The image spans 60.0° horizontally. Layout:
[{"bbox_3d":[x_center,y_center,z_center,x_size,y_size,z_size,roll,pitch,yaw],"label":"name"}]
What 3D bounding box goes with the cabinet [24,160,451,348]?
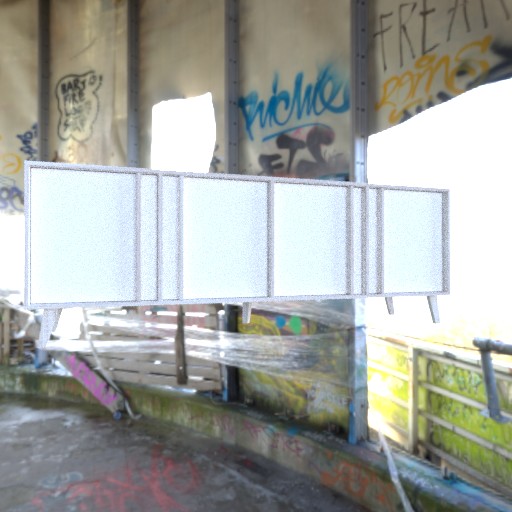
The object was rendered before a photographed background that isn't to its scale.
[{"bbox_3d":[0.000,0.000,2.424,2.200,0.780,0.500,0,0,-19],"label":"cabinet"}]
